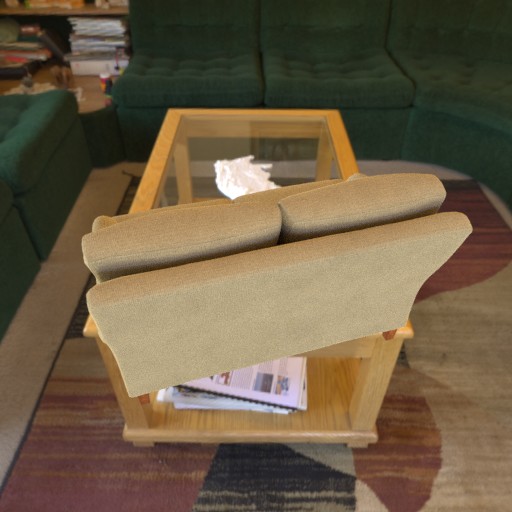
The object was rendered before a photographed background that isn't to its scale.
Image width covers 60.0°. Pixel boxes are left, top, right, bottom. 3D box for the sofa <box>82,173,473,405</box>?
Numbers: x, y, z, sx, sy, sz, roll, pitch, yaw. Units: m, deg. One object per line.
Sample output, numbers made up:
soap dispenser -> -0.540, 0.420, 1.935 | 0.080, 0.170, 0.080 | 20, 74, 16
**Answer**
sofa -> 0.000, 0.000, 2.174 | 1.480, 0.999, 1.087 | -11, 42, -13
